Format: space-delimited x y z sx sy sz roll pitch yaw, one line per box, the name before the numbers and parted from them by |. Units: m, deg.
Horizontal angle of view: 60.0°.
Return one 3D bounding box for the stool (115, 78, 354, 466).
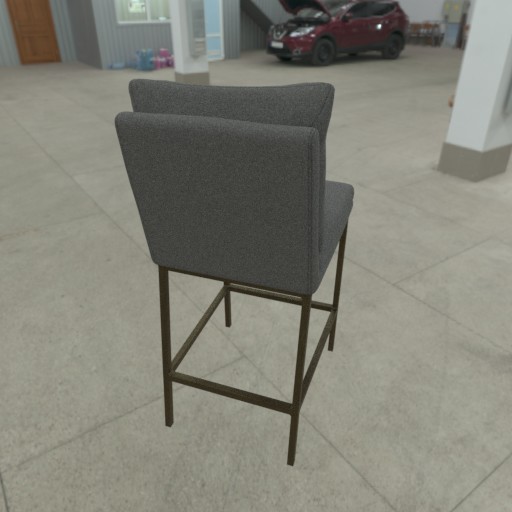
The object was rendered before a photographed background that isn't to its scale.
stool | 0.000 0.000 1.296 0.463 1.030 0.569 10 32 17
